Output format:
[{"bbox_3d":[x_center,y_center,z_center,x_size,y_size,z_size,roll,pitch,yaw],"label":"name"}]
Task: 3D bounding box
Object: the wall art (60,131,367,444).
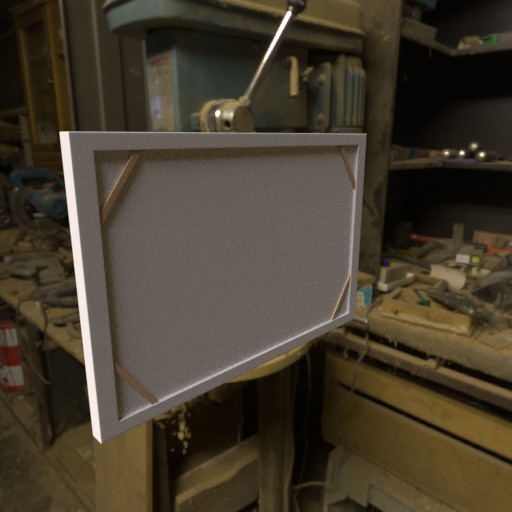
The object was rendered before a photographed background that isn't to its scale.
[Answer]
[{"bbox_3d":[0.000,0.000,1.140,0.914,0.609,0.038,-14,21,-43],"label":"wall art"}]
